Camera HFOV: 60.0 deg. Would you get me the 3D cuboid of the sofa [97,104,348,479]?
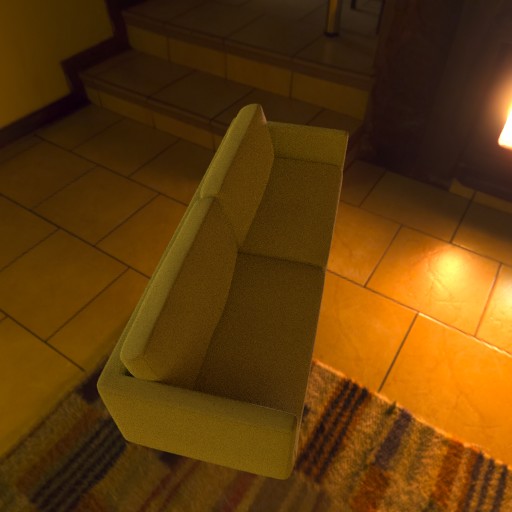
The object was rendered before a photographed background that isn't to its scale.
[{"bbox_3d":[0.000,0.000,2.910,0.948,0.965,2.434,10,48,9],"label":"sofa"}]
